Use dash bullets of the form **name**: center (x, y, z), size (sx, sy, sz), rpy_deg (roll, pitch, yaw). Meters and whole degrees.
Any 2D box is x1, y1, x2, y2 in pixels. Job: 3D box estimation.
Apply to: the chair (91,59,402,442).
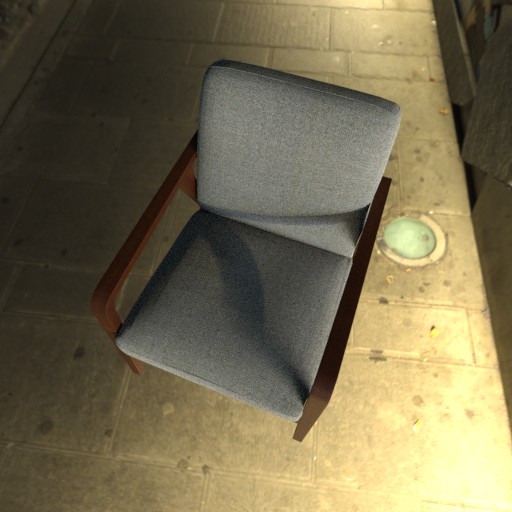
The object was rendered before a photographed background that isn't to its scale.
- **chair**: center (0.000, 0.000, 1.453), size (0.704, 0.847, 0.858), rpy_deg (19, 61, 11)
